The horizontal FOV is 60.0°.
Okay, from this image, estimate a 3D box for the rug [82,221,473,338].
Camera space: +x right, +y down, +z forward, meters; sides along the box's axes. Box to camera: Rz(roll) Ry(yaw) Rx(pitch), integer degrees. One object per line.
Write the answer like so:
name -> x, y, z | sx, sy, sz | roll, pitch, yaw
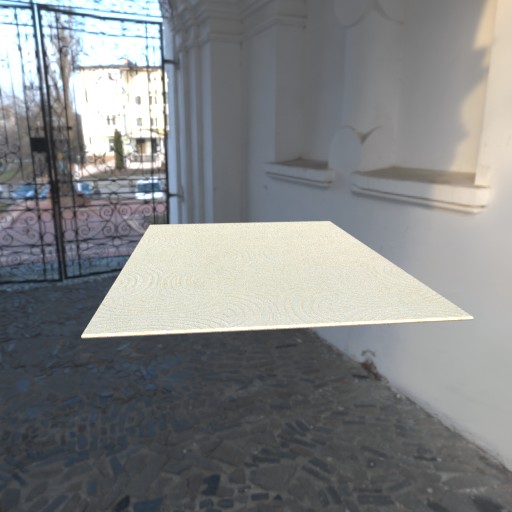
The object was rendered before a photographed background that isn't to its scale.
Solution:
rug -> 0.000, 0.000, 2.725 | 1.526, 0.015, 2.132 | -2, 15, -6
